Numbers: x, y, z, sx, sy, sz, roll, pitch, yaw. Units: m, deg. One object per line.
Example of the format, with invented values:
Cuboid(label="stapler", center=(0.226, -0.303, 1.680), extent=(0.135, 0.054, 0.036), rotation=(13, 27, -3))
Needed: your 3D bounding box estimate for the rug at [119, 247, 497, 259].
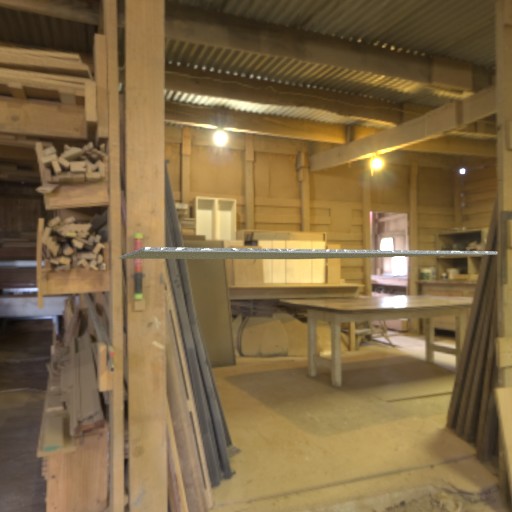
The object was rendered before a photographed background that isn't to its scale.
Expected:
Cuboid(label="rug", center=(0.000, 0.000, 2.741), extent=(1.543, 0.015, 2.144), rotation=(0, -1, -19))
